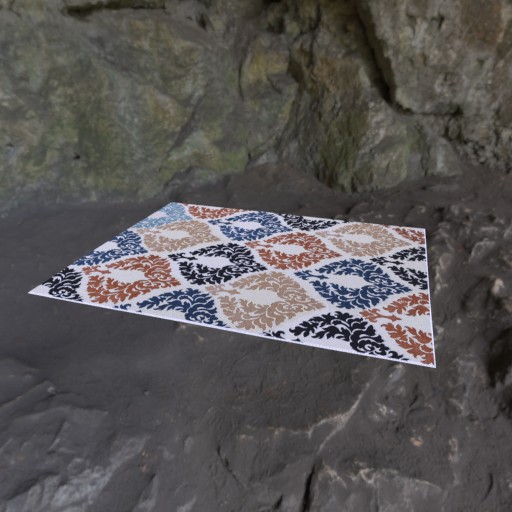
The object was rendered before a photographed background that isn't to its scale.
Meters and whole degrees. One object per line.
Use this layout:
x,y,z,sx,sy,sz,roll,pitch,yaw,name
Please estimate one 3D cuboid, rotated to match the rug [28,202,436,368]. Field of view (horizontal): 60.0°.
0.000,0.000,4.133,3.040,0.014,2.423,8,26,16,rug
